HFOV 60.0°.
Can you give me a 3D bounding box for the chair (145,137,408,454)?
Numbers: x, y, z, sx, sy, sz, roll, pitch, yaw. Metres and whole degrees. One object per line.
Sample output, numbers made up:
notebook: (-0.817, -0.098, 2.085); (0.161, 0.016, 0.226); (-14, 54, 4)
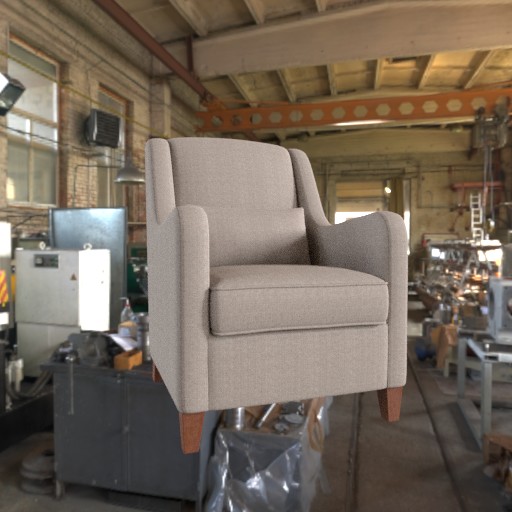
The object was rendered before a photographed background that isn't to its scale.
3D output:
chair: (0.000, 0.000, 1.631); (0.715, 1.017, 0.890); (-1, 2, -19)
